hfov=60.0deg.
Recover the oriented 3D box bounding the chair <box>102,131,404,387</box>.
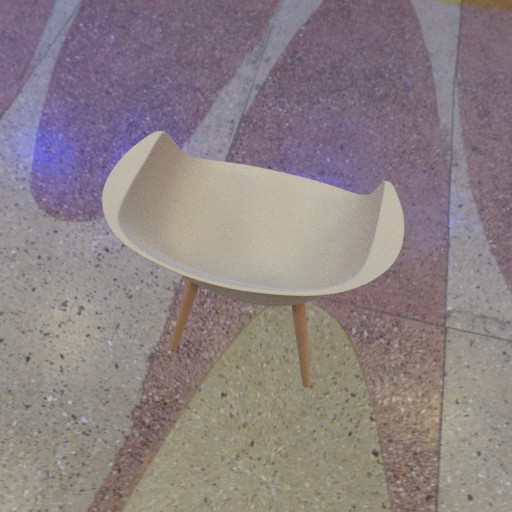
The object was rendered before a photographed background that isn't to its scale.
[{"bbox_3d":[0.000,0.000,1.142,0.593,0.781,0.504,14,64,7],"label":"chair"}]
